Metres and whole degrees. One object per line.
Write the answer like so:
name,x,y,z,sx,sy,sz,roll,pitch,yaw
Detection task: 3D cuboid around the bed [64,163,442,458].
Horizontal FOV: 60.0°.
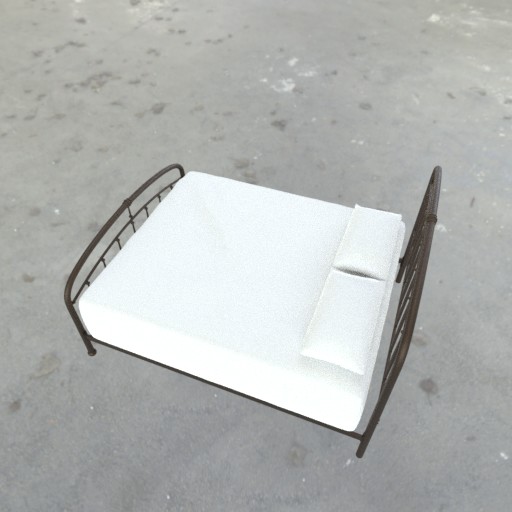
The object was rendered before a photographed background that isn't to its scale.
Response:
bed,0.000,0.000,3.247,2.180,1.425,1.711,16,47,15
